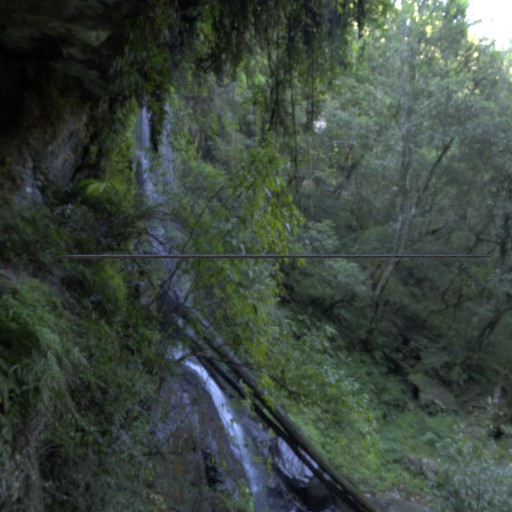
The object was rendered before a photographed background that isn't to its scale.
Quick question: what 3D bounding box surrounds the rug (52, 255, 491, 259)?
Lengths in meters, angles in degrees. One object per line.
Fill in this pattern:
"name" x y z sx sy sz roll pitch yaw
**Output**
"rug" 0.000 0.000 2.881 2.260 0.013 1.600 0 0 -18
